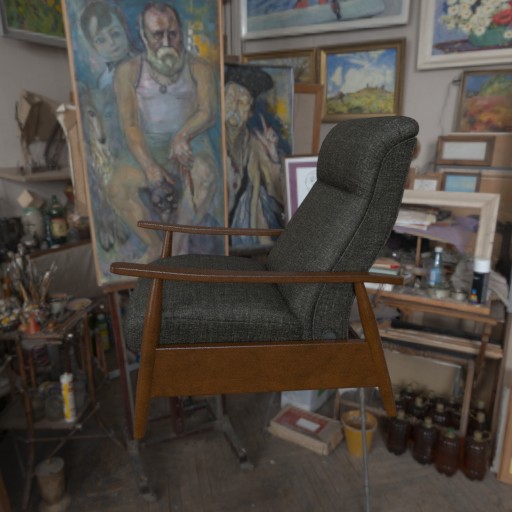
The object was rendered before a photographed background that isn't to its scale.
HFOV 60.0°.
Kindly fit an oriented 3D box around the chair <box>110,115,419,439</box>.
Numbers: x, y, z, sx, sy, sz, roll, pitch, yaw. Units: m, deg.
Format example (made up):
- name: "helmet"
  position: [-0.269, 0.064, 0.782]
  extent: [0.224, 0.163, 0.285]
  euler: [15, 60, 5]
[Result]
- name: "chair"
  position: [0.000, 0.000, 1.806]
  extent: [1.014, 1.082, 0.762]
  euler: [-2, 16, -7]
